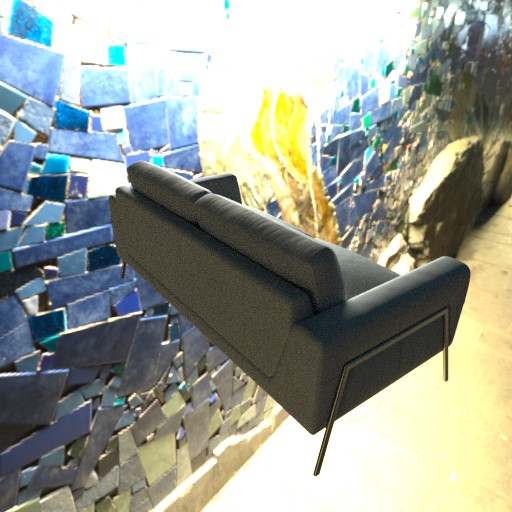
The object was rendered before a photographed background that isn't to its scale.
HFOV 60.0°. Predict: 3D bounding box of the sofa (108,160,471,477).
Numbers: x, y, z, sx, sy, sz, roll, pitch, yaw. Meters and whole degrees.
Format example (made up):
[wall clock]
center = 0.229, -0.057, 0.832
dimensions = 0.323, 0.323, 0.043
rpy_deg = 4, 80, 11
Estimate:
[sofa]
center = 0.000, 0.000, 2.523
dimensions = 0.953, 0.875, 2.017
rpy_deg = -18, 31, -33
